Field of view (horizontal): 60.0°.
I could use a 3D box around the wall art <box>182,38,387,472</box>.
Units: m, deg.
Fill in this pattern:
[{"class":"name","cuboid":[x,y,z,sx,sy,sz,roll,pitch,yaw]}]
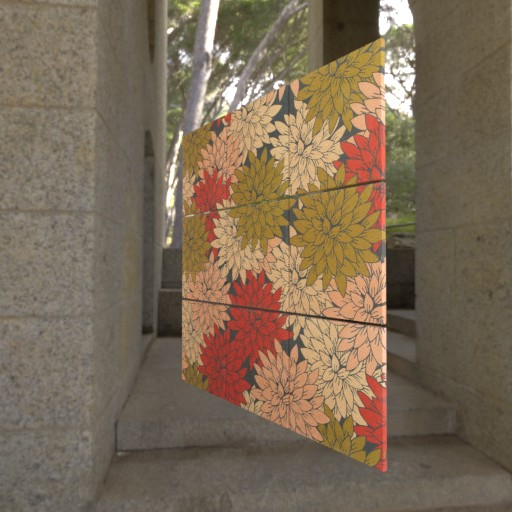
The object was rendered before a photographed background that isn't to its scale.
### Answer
[{"class":"wall art","cuboid":[0.000,0.000,1.298,0.013,0.913,0.904,1,-1,-37]}]
